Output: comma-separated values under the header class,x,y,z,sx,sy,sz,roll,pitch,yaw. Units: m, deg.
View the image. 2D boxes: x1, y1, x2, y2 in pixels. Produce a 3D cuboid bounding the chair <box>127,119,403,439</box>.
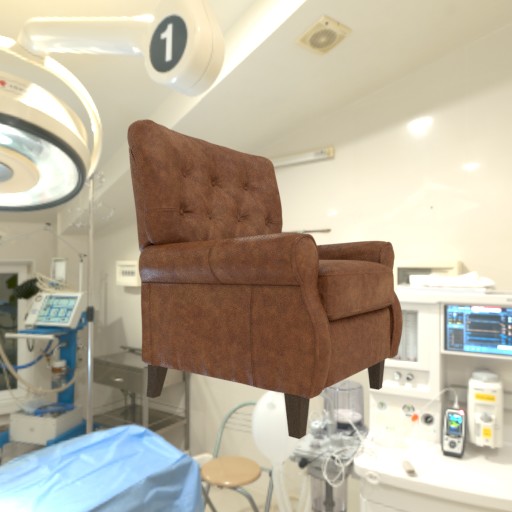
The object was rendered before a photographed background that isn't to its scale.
class,x,y,z,sx,sy,sz,roll,pitch,yaw
chair,0.000,0.000,1.943,1.059,1.164,0.951,0,-1,37
